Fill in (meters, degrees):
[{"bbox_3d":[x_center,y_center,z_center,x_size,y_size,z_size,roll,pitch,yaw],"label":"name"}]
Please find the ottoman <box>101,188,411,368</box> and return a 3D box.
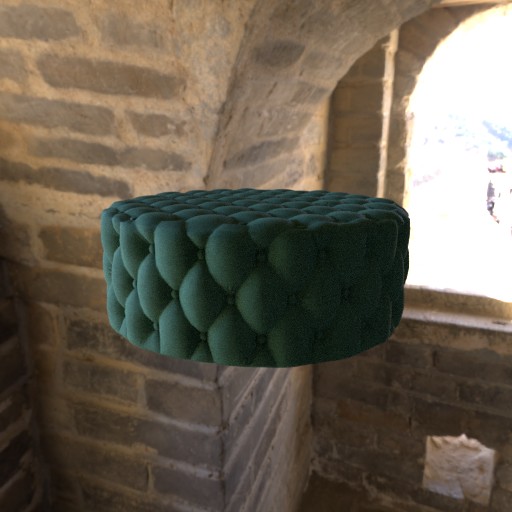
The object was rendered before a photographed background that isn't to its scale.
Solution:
[{"bbox_3d":[0.000,0.000,1.513,0.998,0.399,0.998,0,14,0],"label":"ottoman"}]
